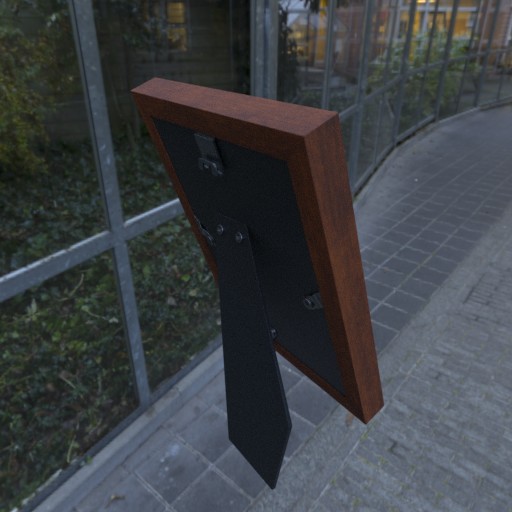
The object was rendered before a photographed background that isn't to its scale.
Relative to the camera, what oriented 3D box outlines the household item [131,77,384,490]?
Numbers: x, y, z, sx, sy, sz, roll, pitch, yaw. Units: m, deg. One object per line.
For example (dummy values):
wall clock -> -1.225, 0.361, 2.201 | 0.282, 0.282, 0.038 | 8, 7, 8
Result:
household item -> 0.000, 0.000, 0.285 | 0.096, 0.204, 0.160 | -19, 33, -32
